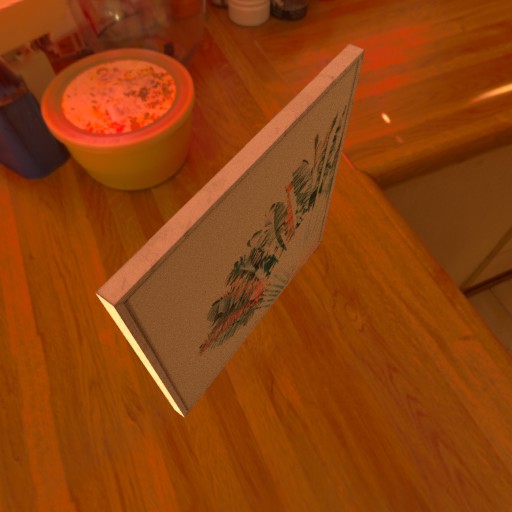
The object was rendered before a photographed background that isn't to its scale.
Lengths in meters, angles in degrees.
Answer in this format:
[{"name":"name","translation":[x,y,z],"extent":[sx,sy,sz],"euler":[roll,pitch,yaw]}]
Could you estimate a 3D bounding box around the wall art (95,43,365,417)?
[{"name":"wall art","translation":[0.000,0.000,1.135],"extent":[0.038,0.757,0.760],"euler":[32,63,18]}]
